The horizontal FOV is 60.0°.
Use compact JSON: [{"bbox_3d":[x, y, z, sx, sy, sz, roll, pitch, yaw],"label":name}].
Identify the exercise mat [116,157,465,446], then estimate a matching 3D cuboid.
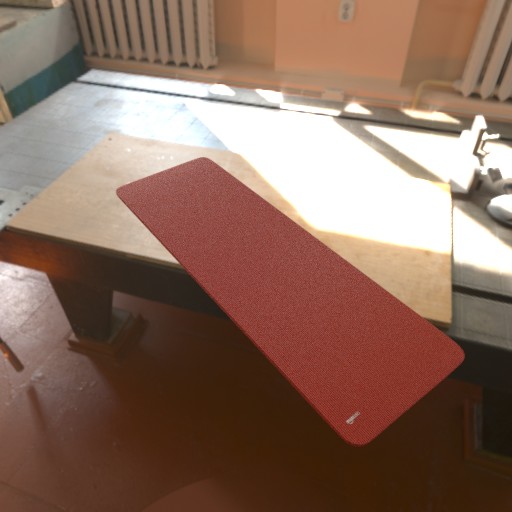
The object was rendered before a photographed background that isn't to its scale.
[{"bbox_3d":[0.000,0.000,2.087,0.616,0.021,1.869,-27,49,-27],"label":"exercise mat"}]
